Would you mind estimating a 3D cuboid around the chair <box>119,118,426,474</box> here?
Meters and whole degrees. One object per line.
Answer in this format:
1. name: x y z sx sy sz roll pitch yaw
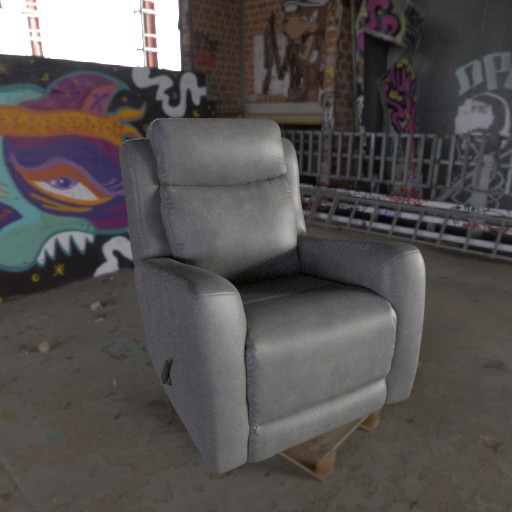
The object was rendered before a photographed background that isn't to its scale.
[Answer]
1. chair: 0.000 0.000 1.876 0.967 1.116 1.068 -9 19 -27
